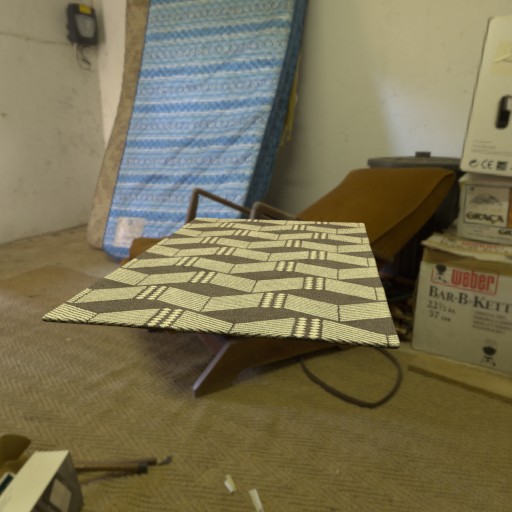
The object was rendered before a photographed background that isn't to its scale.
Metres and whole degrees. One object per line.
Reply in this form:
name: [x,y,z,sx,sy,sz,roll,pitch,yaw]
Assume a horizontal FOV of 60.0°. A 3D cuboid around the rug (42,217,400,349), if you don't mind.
rug: [0.000,0.000,2.309,1.210,0.016,1.833,3,16,9]
